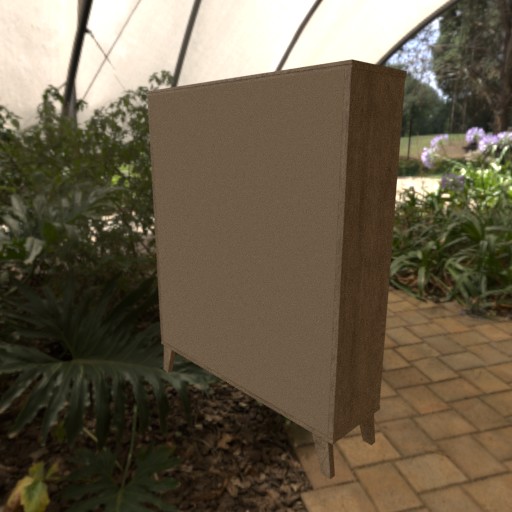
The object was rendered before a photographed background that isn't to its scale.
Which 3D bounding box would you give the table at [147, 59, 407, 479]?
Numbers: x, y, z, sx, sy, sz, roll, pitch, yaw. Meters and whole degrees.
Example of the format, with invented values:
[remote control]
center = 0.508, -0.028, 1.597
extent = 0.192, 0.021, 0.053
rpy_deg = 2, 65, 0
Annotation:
[table]
center = 0.000, 0.000, 1.549
extent = 0.256, 1.135, 0.902
rpy_deg = -13, 20, -42
